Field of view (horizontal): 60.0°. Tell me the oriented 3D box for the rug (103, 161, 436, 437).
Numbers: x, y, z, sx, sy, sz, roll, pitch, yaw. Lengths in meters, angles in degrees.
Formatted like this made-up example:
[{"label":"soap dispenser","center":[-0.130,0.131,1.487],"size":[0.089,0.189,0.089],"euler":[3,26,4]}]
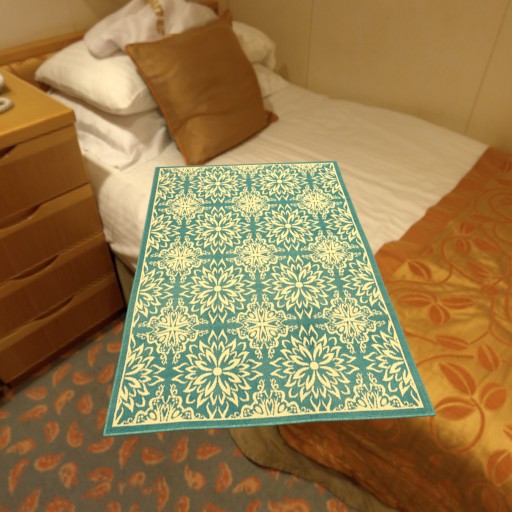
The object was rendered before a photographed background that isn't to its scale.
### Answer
[{"label":"rug","center":[0.000,0.000,3.444],"size":[1.830,0.018,2.769],"euler":[-3,42,-3]}]
